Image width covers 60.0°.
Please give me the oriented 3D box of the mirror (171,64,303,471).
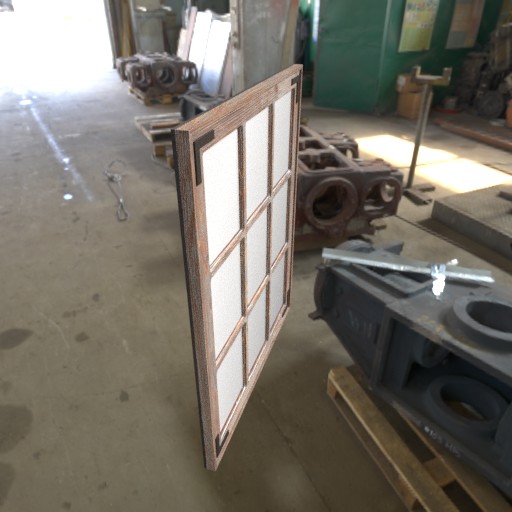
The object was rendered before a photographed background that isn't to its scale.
[{"bbox_3d":[0.000,0.000,1.220,0.032,0.882,0.730,10,33,16],"label":"mirror"}]
